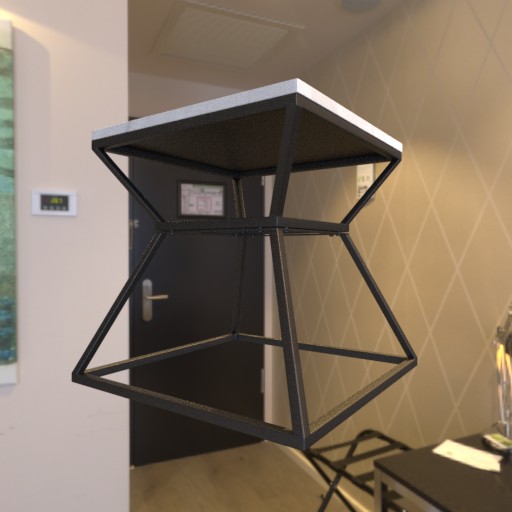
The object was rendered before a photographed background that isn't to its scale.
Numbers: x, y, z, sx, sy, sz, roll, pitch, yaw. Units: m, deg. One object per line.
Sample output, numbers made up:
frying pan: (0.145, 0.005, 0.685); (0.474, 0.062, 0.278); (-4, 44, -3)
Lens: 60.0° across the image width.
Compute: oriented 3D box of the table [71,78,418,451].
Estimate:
table: (0.000, 0.000, 0.811); (0.455, 0.431, 0.455); (1, 1, 35)
